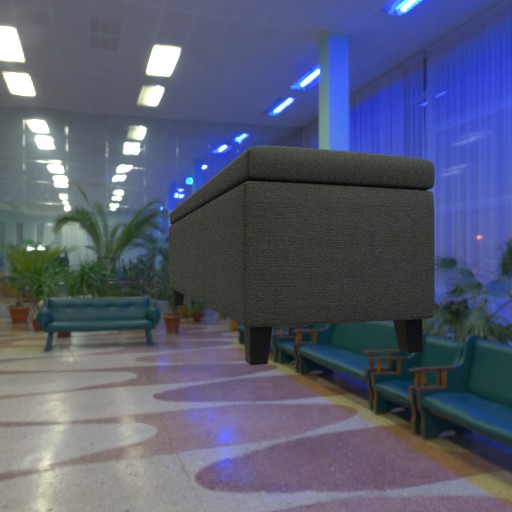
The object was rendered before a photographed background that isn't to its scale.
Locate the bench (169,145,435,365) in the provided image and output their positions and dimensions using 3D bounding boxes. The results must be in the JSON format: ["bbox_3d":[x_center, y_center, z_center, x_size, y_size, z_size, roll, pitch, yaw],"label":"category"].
[{"bbox_3d":[0.000,0.000,1.500,0.446,0.438,1.269,0,0,-18],"label":"bench"}]
